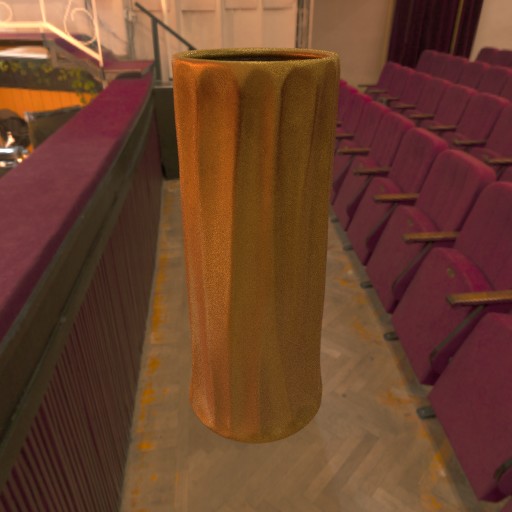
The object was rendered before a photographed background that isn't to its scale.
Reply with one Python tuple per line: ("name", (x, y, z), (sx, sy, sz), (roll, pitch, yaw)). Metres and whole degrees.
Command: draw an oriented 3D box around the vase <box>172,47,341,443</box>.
("vase", (0.000, 0.000, 0.171), (0.061, 0.143, 0.061), (0, 29, 0))
